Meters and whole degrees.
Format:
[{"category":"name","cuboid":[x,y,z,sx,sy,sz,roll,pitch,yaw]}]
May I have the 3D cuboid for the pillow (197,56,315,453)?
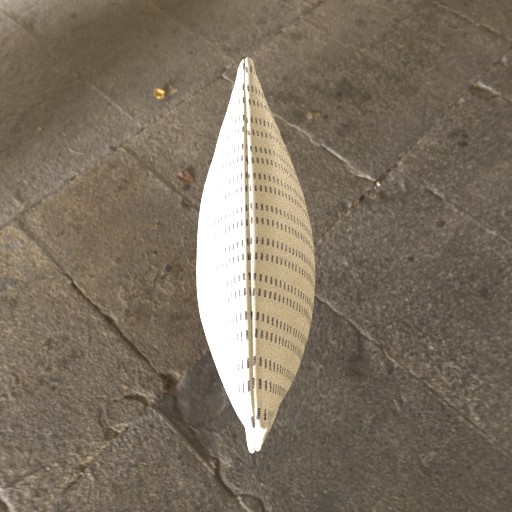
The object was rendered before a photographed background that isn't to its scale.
[{"category":"pillow","cuboid":[0.000,0.000,0.810,0.210,0.353,0.640,-1,63,-1]}]
